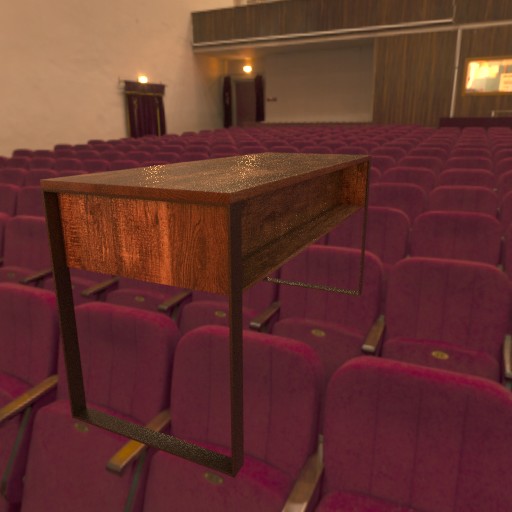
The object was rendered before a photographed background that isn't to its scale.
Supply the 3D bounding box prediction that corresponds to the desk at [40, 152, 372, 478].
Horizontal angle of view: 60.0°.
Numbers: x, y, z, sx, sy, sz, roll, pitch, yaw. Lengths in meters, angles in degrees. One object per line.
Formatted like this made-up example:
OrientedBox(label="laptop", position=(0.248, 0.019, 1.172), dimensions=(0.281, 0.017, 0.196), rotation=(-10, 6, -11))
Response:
OrientedBox(label="desk", position=(0.000, 0.000, 1.864), dimensions=(0.599, 0.762, 1.524), rotation=(8, 18, 24))
